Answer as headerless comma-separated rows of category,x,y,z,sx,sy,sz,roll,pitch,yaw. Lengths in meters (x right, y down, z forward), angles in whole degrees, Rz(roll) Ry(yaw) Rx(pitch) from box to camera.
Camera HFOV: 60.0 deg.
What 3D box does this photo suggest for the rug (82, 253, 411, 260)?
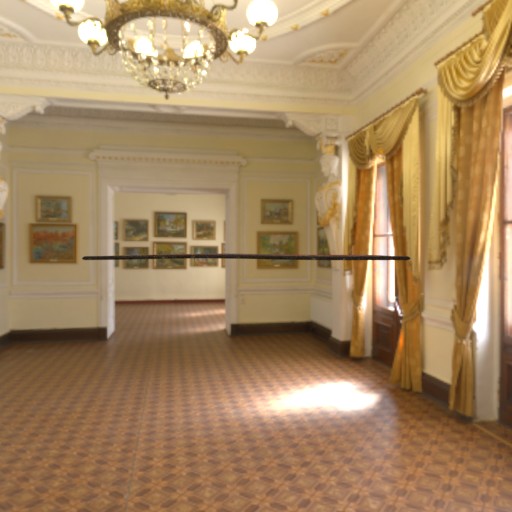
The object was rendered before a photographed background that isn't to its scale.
rug,0.000,0.000,3.558,1.522,0.034,3.032,0,0,2
